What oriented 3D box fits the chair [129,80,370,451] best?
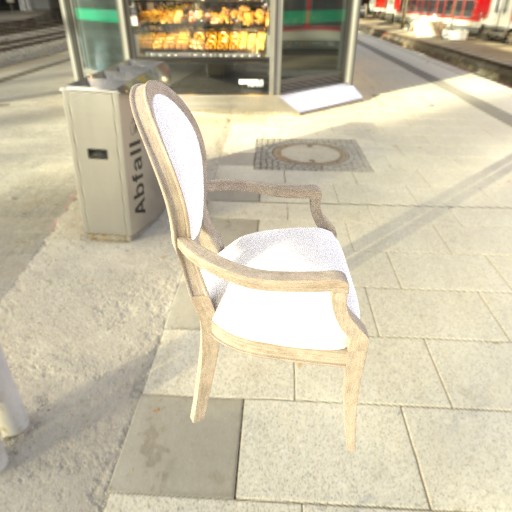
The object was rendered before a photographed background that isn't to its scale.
[{"bbox_3d":[0.000,0.000,1.334,0.602,0.991,0.611,0,31,1],"label":"chair"}]
